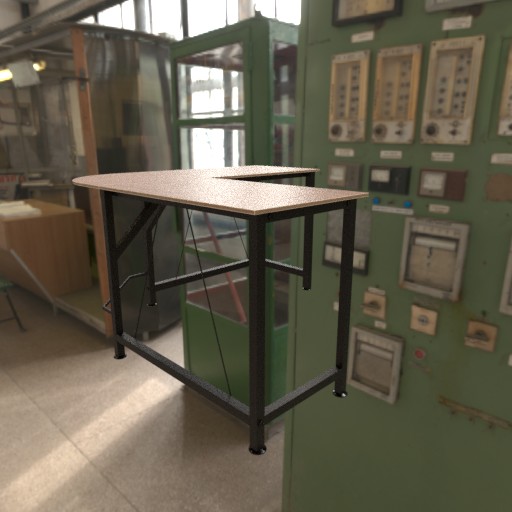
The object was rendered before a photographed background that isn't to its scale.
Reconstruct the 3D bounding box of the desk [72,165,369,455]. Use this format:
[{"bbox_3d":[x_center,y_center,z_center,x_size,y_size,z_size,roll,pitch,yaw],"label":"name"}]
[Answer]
[{"bbox_3d":[0.000,0.000,2.179,1.400,0.762,1.400,-14,20,-43],"label":"desk"}]
